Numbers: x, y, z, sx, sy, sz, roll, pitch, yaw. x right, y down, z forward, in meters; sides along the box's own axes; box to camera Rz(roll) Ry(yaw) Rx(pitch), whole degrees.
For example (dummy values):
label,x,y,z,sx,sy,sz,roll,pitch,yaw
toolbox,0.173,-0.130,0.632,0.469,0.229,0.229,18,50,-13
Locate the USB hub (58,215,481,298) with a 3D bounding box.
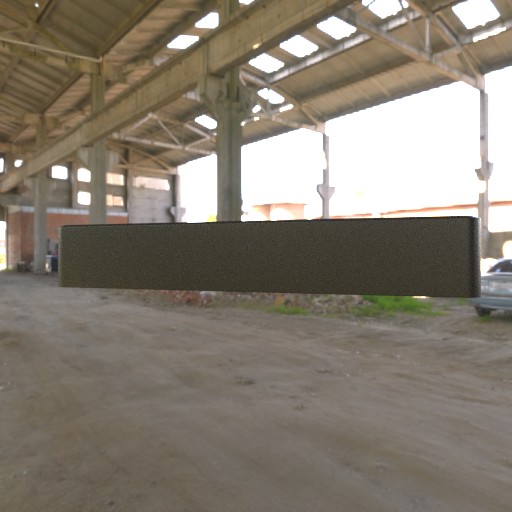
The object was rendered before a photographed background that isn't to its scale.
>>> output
label,x,y,z,sx,sy,sz,roll,pitch,yaw
USB hub,0.000,0.000,0.164,0.145,0.023,0.044,0,0,17
